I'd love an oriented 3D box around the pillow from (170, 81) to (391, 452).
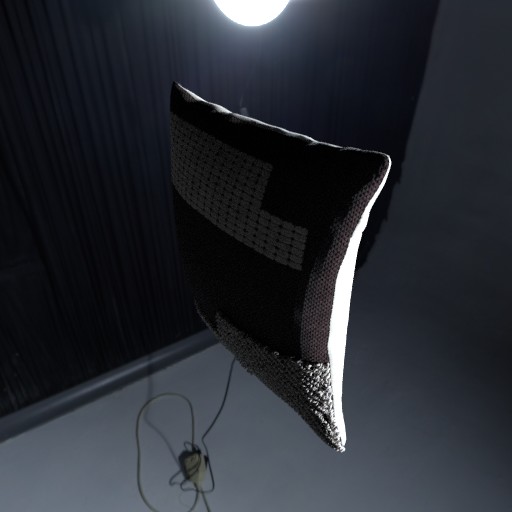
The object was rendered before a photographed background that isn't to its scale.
[{"bbox_3d":[0.000,0.000,0.721,0.178,0.473,0.475,-20,37,-29],"label":"pillow"}]
